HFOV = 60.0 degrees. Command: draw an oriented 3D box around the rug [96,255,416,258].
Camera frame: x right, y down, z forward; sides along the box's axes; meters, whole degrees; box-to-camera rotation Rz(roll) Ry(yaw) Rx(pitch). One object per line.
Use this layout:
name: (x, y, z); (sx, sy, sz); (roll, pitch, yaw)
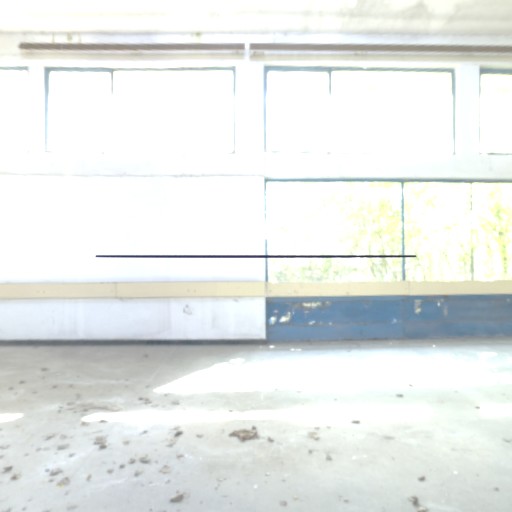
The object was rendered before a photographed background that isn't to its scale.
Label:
rug: (0.000, 0.000, 3.503); (2.386, 0.014, 2.386); (0, 0, 0)
